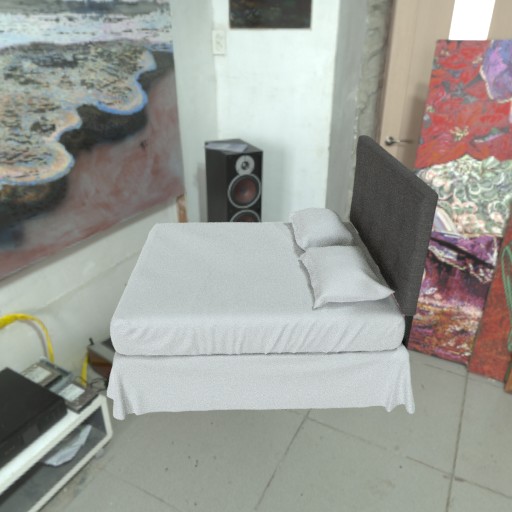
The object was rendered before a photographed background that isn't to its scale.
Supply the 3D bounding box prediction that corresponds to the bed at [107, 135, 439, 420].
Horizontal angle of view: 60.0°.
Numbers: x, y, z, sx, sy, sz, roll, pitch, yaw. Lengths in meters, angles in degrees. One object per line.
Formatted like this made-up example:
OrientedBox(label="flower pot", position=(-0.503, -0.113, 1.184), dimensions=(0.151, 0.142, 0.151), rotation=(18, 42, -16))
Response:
OrientedBox(label="bed", position=(0.000, 0.000, 3.562), dimensions=(2.222, 1.577, 1.936), rotation=(-1, 27, -2))
